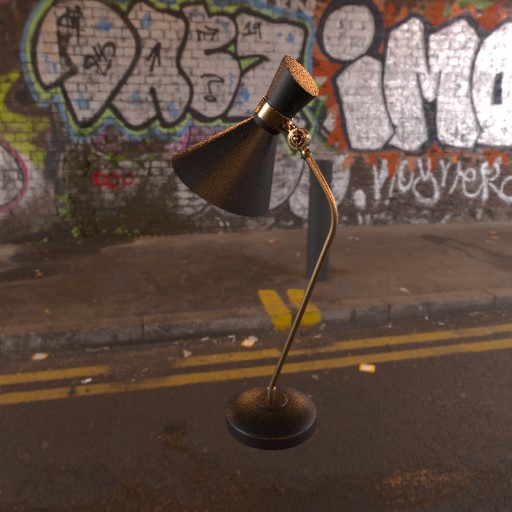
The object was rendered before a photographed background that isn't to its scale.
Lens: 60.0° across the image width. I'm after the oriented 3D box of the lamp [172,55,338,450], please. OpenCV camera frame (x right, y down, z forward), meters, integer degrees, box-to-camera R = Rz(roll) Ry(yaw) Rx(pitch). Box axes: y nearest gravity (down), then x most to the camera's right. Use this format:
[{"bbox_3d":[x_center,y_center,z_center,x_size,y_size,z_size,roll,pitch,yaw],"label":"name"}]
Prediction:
[{"bbox_3d":[0.000,0.000,0.782,0.292,0.647,0.189,8,17,27],"label":"lamp"}]
